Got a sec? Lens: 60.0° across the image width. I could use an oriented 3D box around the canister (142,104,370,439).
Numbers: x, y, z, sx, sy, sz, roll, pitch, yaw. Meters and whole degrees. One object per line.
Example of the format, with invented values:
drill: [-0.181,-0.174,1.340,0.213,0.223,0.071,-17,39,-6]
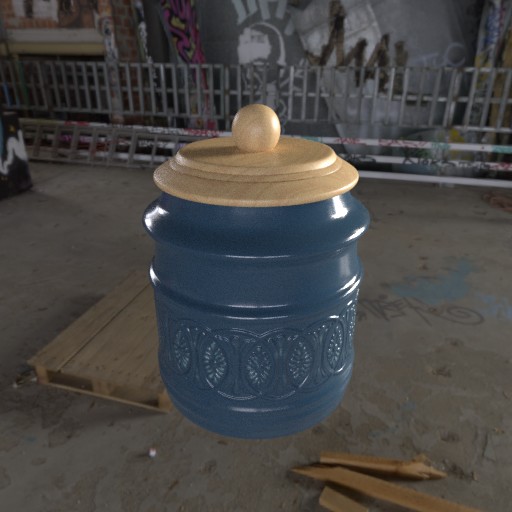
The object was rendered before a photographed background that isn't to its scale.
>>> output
canister: [0.000,0.000,0.271,0.130,0.176,0.130,0,25,0]
